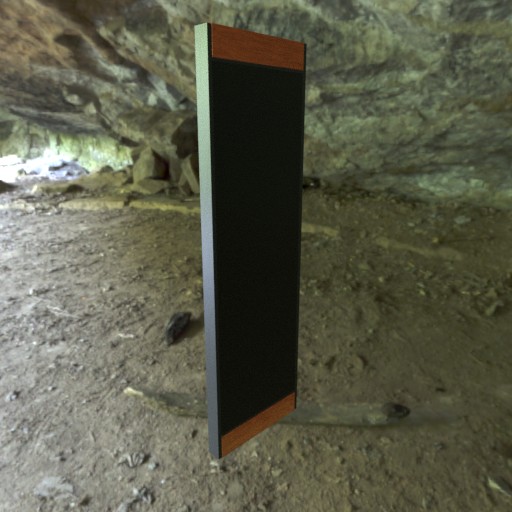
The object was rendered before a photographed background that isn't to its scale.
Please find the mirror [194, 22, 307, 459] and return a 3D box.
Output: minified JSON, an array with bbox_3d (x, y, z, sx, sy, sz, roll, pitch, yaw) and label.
[{"bbox_3d":[0.000,0.000,1.237,0.047,1.123,0.343,15,22,43],"label":"mirror"}]
